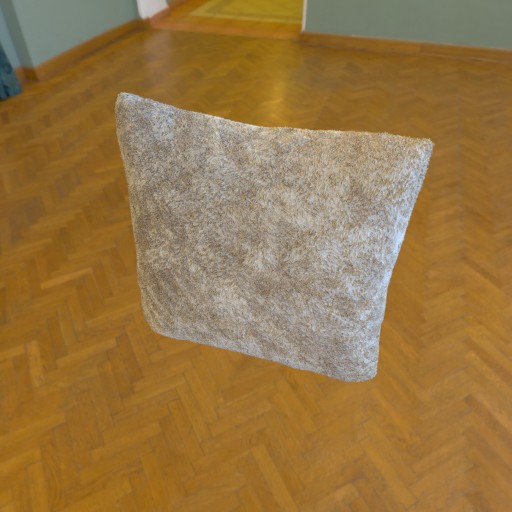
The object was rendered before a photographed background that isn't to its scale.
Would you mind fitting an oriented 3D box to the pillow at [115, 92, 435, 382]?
[{"bbox_3d":[0.000,0.000,0.819,0.529,0.515,0.218,11,43,12],"label":"pillow"}]
